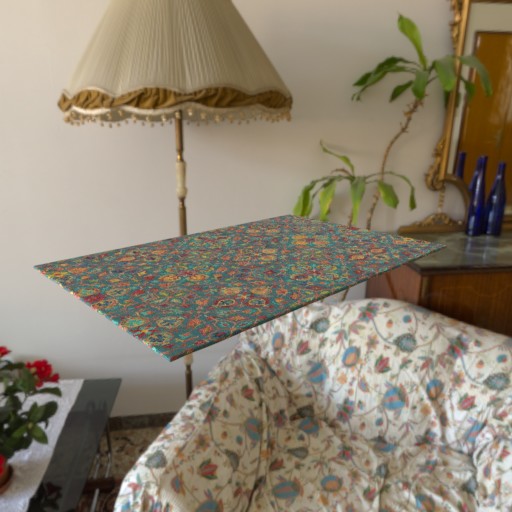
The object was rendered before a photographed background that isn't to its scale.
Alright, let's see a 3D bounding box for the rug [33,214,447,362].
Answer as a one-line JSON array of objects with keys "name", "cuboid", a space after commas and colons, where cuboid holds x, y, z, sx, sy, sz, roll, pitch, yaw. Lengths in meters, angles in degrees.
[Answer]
[{"name": "rug", "cuboid": [0.000, 0.000, 2.330, 1.836, 0.014, 1.216, -15, 23, -41]}]
